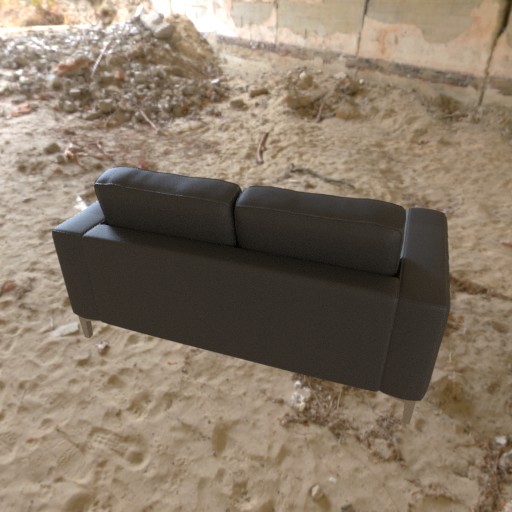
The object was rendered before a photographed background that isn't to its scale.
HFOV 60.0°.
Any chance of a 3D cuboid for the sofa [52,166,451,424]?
[{"bbox_3d":[0.000,0.000,2.180,1.726,0.893,0.833,10,33,16],"label":"sofa"}]
